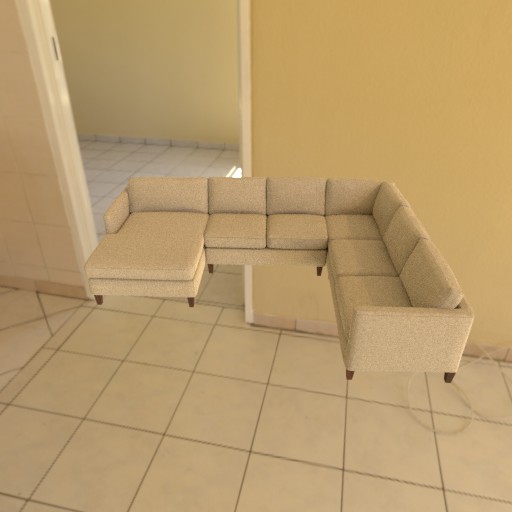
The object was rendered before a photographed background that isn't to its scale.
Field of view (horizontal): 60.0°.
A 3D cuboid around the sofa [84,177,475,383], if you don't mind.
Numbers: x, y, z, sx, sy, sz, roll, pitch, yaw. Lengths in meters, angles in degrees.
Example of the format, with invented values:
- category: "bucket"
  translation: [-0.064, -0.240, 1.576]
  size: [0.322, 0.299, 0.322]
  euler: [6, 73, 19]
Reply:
- category: "sofa"
  translation: [0.000, 0.000, 4.617]
  size: [3.460, 0.959, 2.593]
  euler: [1, 30, 2]
